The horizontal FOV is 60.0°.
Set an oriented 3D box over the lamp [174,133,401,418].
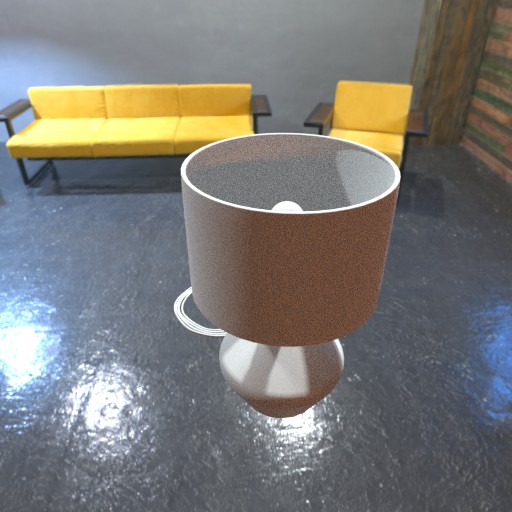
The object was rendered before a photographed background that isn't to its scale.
[{"bbox_3d":[0.000,0.000,0.850,0.401,0.457,0.546,0,32,0],"label":"lamp"}]
